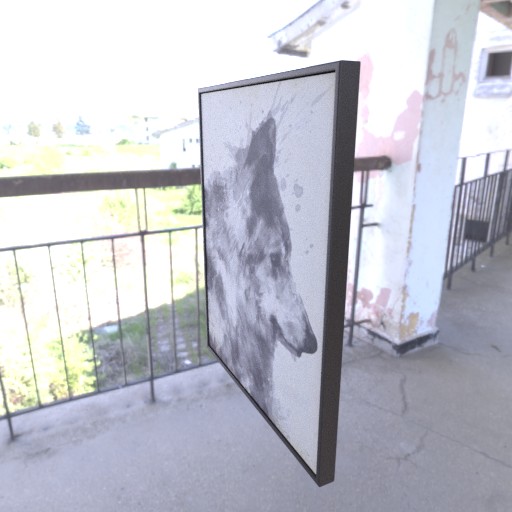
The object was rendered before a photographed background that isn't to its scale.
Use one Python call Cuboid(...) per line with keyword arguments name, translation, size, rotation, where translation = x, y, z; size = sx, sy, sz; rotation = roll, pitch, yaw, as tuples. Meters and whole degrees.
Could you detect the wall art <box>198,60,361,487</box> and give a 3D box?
Cuboid(name="wall art", translation=(0.000, 0.000, 0.739), size=(0.028, 0.551, 0.451), rotation=(-8, 19, -25))
